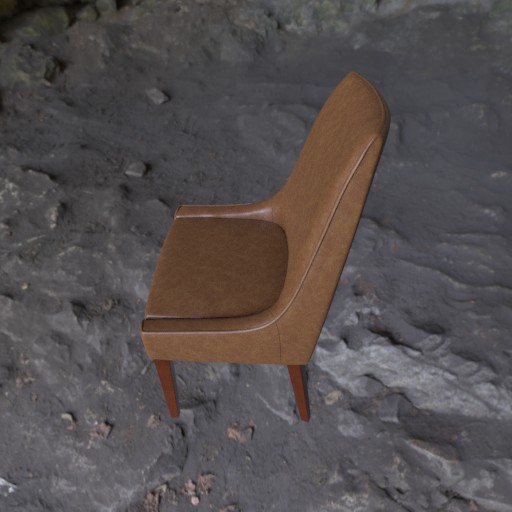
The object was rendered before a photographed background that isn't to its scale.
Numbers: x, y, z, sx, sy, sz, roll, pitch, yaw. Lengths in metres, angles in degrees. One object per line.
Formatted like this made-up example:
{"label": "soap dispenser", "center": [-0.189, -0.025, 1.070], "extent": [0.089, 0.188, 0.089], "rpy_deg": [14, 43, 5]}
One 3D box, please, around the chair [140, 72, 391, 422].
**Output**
{"label": "chair", "center": [0.000, 0.000, 1.187], "extent": [0.544, 0.861, 0.529], "rpy_deg": [1, 40, 2]}
